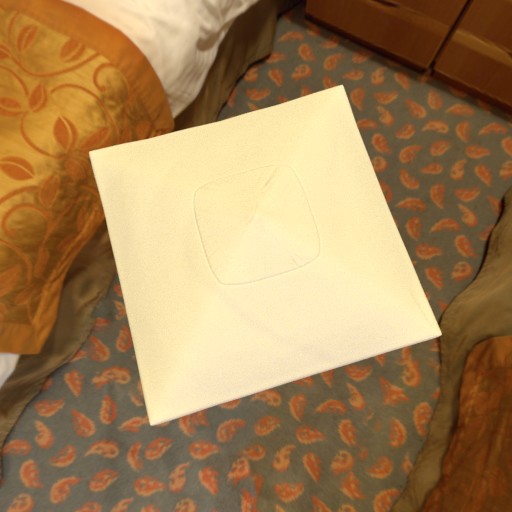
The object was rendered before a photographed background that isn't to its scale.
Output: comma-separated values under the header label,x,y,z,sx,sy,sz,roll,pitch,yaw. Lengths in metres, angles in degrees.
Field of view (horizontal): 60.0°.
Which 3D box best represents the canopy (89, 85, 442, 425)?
label,x,y,z,sx,sy,sz,roll,pitch,yaw
canopy,0.000,0.000,5.363,2.996,2.997,2.998,-16,76,-4
